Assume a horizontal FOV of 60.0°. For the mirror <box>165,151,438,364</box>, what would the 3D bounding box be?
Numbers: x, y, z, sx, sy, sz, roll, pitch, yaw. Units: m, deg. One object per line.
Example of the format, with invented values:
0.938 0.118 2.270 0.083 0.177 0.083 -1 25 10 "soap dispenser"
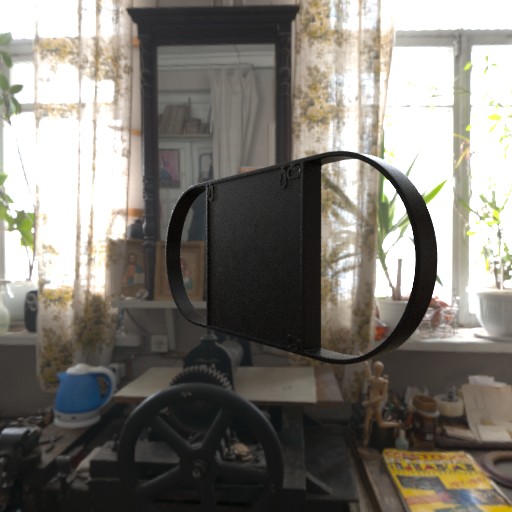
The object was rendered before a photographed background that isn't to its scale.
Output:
0.000 0.000 0.675 0.032 0.254 0.584 -1 1 -36 "mirror"
